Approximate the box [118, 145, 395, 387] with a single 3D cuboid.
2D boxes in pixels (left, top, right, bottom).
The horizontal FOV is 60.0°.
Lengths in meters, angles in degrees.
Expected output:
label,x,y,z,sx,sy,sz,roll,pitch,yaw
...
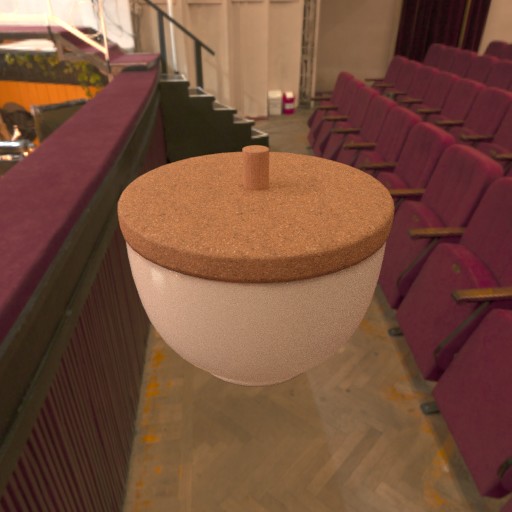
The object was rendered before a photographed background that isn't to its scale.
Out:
label,x,y,z,sx,sy,sz,roll,pitch,yaw
box,0.000,0.000,0.192,0.107,0.094,0.107,0,30,0
